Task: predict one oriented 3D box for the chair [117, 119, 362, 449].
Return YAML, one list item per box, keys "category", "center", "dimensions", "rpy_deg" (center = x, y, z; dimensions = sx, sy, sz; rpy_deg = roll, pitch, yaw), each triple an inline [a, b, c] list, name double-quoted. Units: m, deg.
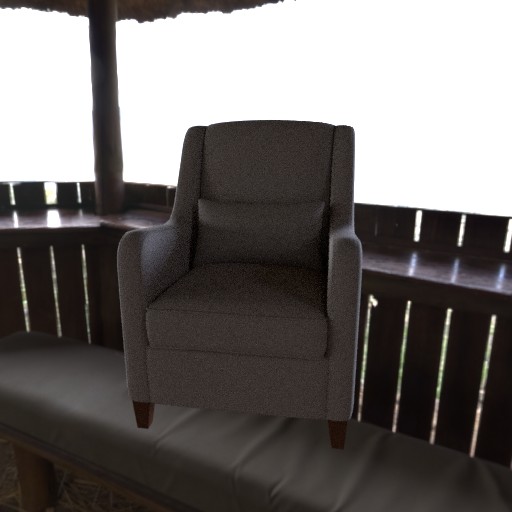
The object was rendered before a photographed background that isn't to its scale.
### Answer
- category: "chair"
  center: [0.000, 0.000, 1.661]
  dimensions: [0.715, 1.010, 0.863]
  rpy_deg: [2, 15, 9]
